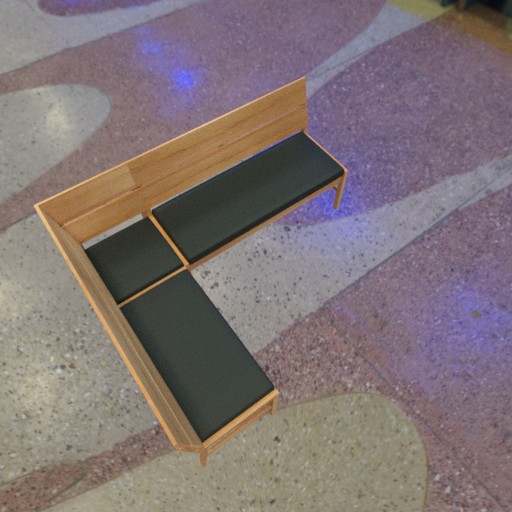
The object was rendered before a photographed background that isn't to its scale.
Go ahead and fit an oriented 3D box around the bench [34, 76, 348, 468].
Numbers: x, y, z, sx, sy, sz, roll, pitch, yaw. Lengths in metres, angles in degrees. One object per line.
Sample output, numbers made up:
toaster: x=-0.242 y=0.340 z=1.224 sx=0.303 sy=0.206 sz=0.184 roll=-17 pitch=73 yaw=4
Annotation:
bench: x=0.000 y=0.000 z=2.820 sx=1.948 sy=0.890 sz=1.548 roll=-32 pitch=63 yaw=-18
